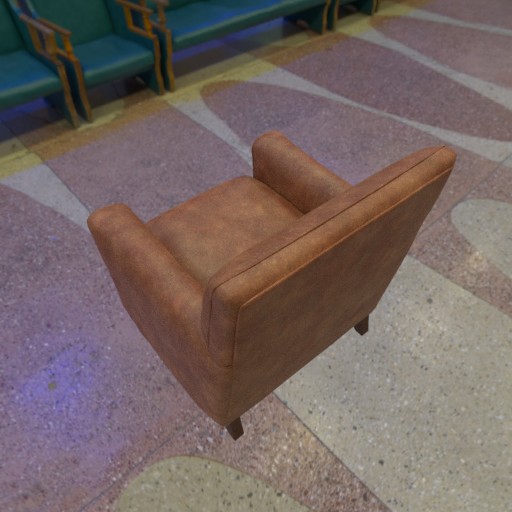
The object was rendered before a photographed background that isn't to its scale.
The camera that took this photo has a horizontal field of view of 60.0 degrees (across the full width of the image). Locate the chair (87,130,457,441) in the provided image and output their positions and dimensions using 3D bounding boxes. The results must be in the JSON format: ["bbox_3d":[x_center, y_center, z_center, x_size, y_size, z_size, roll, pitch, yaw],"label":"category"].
[{"bbox_3d":[0.000,0.000,1.593,0.870,0.943,0.823,-31,54,-26],"label":"chair"}]
